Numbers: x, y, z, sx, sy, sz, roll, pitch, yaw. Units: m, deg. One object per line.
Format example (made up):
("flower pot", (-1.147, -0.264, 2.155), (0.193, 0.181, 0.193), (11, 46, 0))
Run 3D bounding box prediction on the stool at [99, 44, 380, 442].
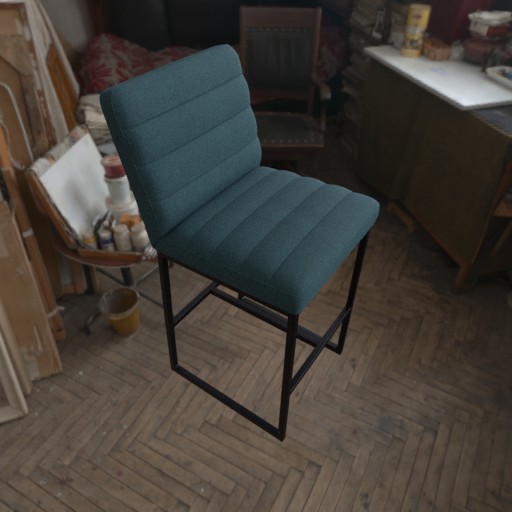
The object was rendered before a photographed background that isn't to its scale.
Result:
("stool", (0.000, 0.000, 1.341), (0.560, 1.040, 0.460), (25, 47, 25))
